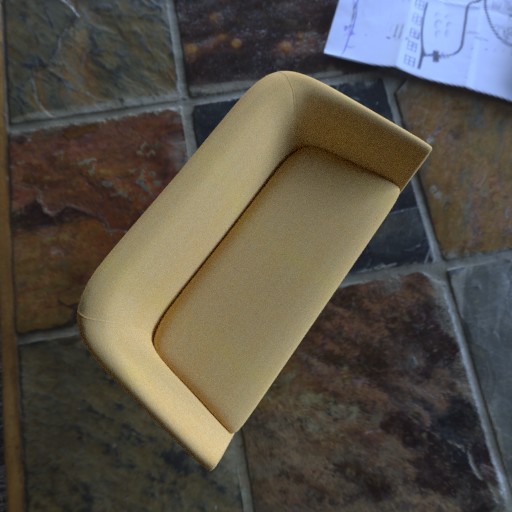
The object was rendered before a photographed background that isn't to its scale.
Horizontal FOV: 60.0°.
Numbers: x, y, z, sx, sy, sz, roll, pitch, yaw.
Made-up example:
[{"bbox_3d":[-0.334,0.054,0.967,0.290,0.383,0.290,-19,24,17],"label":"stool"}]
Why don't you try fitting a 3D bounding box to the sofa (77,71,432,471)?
[{"bbox_3d":[0.000,0.000,1.853,0.705,0.721,1.452,35,77,9],"label":"sofa"}]
